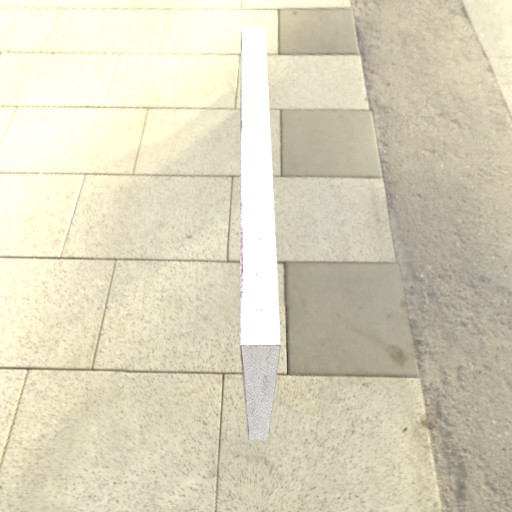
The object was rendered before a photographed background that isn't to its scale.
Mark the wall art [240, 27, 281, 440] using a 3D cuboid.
[{"bbox_3d":[0.000,0.000,0.760,0.038,0.508,0.508,-1,58,0],"label":"wall art"}]
